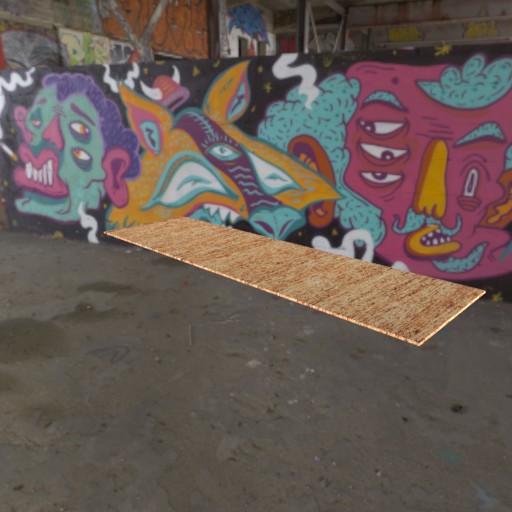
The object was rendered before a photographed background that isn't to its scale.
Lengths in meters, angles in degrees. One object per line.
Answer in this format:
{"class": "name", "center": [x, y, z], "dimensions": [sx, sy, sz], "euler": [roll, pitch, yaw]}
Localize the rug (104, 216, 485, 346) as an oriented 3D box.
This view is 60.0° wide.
{"class": "rug", "center": [0.000, 0.000, 2.514], "dimensions": [2.237, 0.014, 0.680], "euler": [16, 24, 41]}
